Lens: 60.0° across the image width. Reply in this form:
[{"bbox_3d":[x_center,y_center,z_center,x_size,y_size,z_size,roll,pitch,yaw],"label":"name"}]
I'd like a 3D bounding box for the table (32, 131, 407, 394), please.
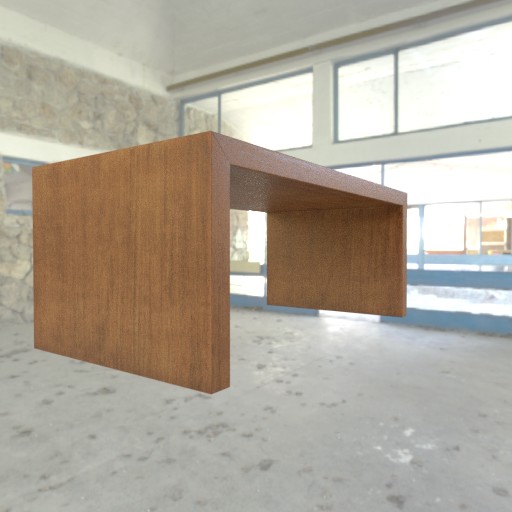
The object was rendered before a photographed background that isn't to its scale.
[{"bbox_3d":[0.000,0.000,1.267,0.549,0.419,1.000,1,1,36],"label":"table"}]
